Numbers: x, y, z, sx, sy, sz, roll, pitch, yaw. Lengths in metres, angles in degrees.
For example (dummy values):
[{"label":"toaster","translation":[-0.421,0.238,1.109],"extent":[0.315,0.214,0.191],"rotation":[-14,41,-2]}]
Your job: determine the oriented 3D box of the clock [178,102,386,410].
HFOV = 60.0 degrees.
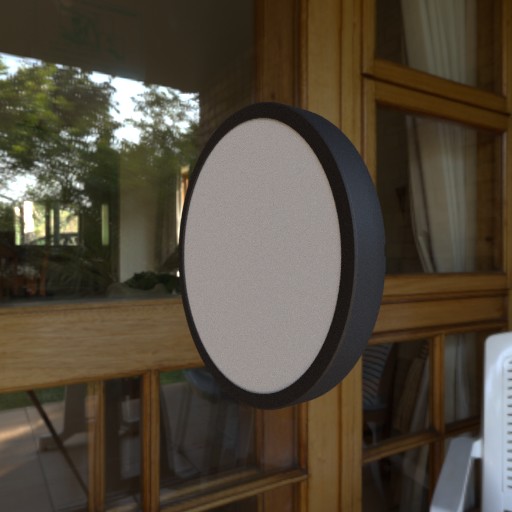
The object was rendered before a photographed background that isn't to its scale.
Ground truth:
[{"label":"clock","translation":[0.000,0.000,0.446],"extent":[0.040,0.293,0.293],"rotation":[0,0,-35]}]
